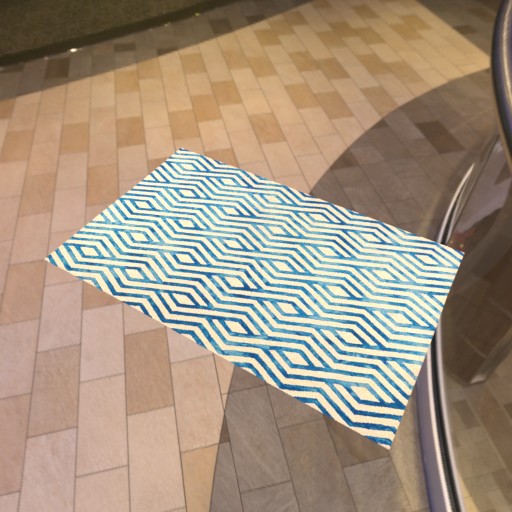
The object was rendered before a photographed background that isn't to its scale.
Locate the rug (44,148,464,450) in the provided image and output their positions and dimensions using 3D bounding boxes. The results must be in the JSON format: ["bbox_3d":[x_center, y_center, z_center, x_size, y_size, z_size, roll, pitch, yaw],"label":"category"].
[{"bbox_3d":[0.000,0.000,3.034,2.439,0.008,1.531,24,52,20],"label":"rug"}]
